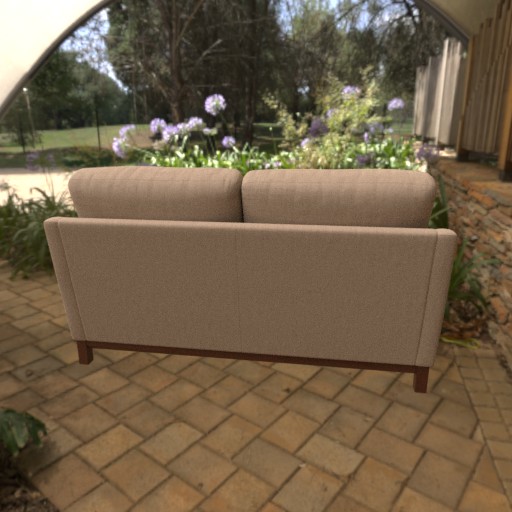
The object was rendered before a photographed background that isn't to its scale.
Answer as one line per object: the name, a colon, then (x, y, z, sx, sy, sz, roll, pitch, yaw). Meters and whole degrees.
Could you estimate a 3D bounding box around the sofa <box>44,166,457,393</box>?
sofa: (0.000, 0.000, 2.201, 1.619, 0.910, 1.004, 2, 16, 9)
